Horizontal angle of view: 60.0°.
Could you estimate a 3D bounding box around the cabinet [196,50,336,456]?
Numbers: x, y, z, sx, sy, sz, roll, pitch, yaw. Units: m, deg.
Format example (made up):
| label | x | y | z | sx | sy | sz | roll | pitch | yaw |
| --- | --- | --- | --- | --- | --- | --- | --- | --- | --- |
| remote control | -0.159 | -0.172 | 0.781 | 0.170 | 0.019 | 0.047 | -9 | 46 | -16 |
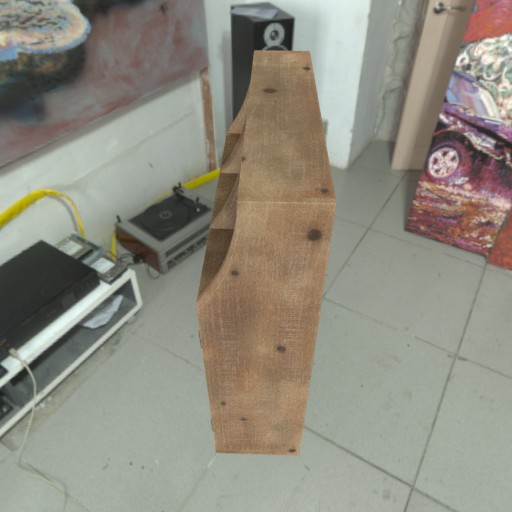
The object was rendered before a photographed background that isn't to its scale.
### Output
| label | x | y | z | sx | sy | sz | roll | pitch | yaw |
| --- | --- | --- | --- | --- | --- | --- | --- | --- | --- |
| cabinet | 0.000 | 0.000 | 0.841 | 0.184 | 0.590 | 0.489 | 1 | 42 | 1 |
